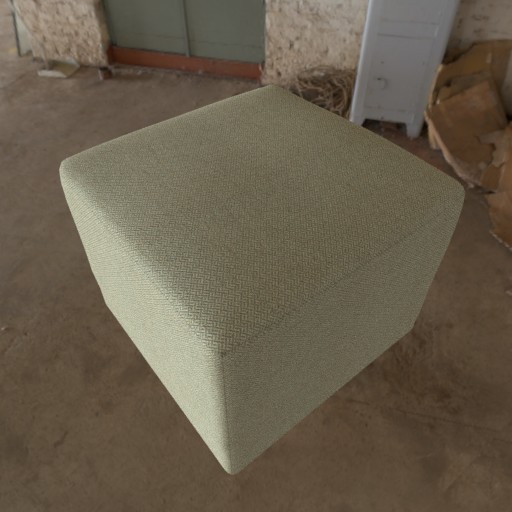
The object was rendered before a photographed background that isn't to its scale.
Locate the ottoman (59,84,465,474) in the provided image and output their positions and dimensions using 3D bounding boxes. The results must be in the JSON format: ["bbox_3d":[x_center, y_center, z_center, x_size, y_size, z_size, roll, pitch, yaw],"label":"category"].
[{"bbox_3d":[0.000,0.000,0.885,0.521,0.453,0.512,-30,52,-26],"label":"ottoman"}]
